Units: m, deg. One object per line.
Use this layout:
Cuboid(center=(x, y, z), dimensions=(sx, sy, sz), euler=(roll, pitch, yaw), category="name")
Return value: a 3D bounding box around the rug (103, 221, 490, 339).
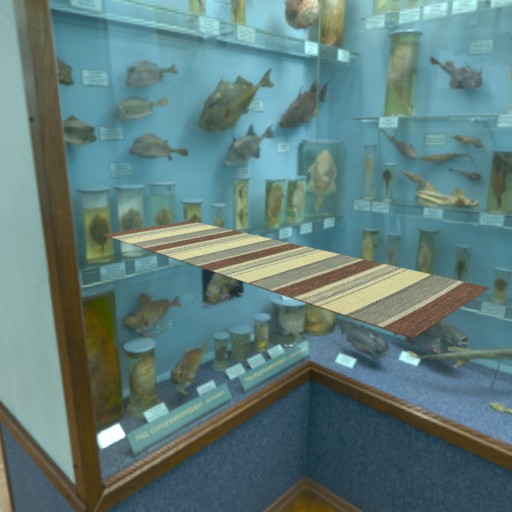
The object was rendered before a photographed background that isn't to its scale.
Cuboid(center=(0.000, 0.000, 2.724), dimensions=(0.792, 0.006, 2.437), euler=(-15, 21, -43), category="rug")
